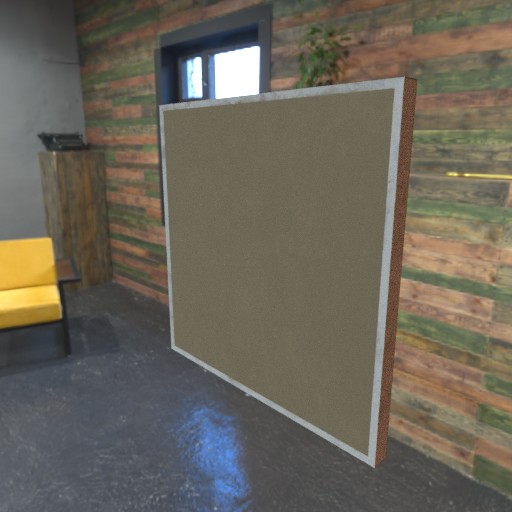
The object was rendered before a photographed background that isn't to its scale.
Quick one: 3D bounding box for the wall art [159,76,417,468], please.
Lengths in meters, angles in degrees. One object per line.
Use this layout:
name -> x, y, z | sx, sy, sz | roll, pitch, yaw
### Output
wall art -> 0.000, 0.000, 0.739 | 0.029, 0.506, 0.508 | -13, 19, -42
